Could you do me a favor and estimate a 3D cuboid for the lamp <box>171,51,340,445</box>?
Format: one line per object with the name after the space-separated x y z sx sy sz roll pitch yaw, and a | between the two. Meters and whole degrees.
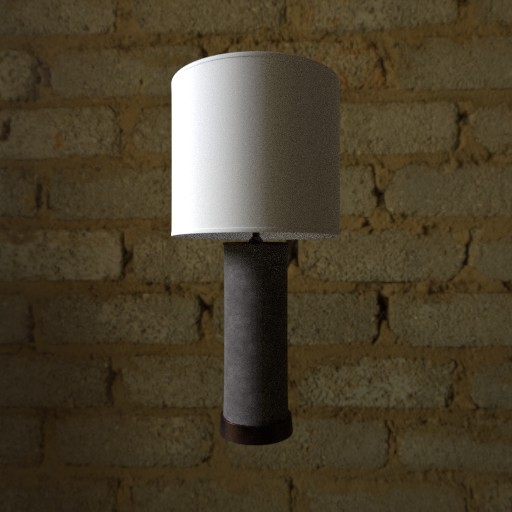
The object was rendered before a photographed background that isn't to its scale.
0.000 0.000 0.803 0.301 0.630 0.301 0 0 -37 | lamp
